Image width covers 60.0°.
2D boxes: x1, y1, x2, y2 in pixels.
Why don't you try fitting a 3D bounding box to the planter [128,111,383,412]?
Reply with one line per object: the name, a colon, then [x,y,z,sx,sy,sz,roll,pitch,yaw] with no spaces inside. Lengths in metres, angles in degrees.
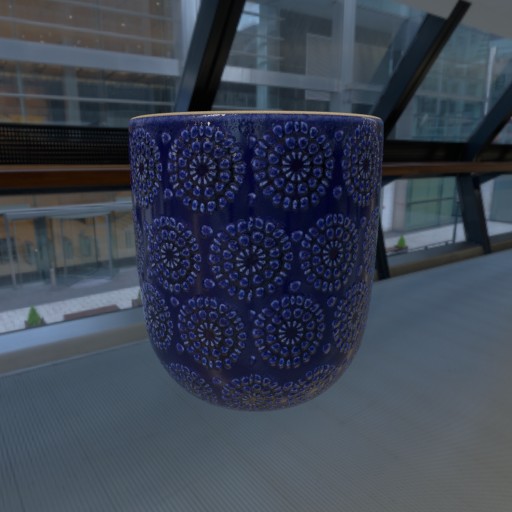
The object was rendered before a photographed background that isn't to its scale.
planter: [0.000,0.000,0.351,0.184,0.206,0.184,0,14,0]
